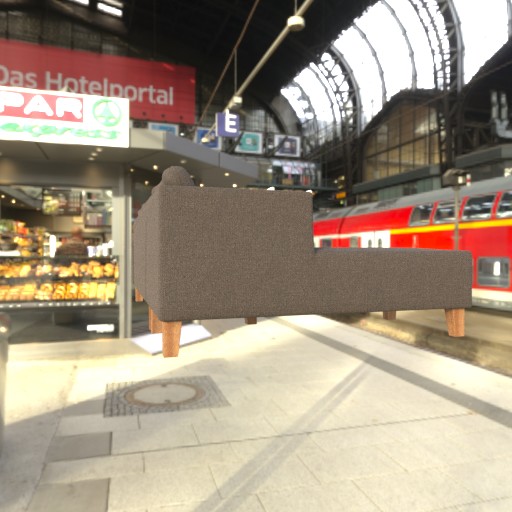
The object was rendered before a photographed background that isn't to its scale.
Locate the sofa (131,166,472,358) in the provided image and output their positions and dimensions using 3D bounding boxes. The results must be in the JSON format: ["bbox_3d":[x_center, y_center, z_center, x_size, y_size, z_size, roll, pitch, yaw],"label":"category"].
[{"bbox_3d":[0.000,0.000,3.573,1.829,0.932,2.679,0,0,-18],"label":"sofa"}]
